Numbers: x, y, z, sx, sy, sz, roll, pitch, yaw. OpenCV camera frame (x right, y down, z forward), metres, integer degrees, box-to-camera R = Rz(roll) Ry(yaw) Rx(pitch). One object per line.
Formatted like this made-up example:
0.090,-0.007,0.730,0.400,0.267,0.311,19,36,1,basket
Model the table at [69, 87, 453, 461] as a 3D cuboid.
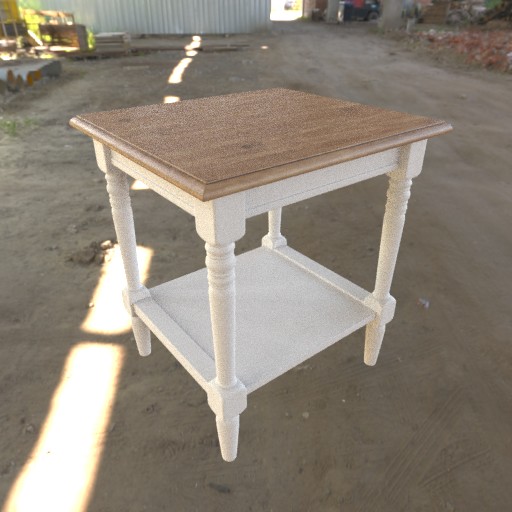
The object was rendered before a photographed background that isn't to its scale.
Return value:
0.000,0.000,0.921,0.508,0.561,0.457,-21,36,-32,table
